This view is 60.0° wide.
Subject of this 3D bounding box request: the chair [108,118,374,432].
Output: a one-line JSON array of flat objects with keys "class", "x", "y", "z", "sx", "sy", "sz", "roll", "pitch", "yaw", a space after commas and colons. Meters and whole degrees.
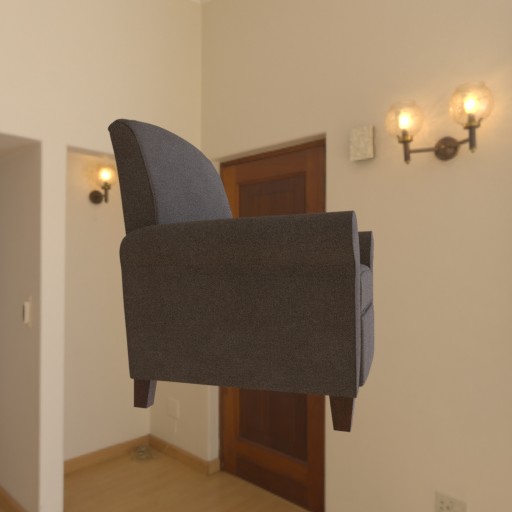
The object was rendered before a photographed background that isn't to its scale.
[{"class": "chair", "x": 0.000, "y": 0.000, "z": 1.787, "sx": 0.905, "sy": 1.061, "sz": 0.978, "roll": 0, "pitch": -1, "yaw": 18}]
